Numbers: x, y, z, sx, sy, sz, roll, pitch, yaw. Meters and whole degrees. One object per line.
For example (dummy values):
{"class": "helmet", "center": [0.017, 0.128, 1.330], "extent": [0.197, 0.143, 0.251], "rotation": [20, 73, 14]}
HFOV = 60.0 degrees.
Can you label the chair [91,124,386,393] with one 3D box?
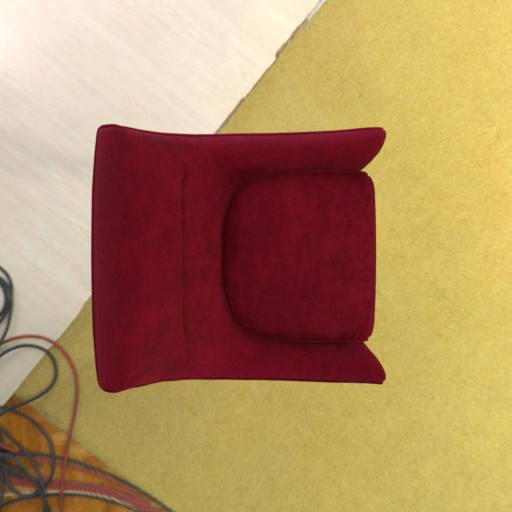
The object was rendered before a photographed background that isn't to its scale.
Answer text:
{"class": "chair", "center": [0.000, 0.000, 1.426], "extent": [0.787, 0.838, 0.762], "rotation": [0, 91, -1]}
